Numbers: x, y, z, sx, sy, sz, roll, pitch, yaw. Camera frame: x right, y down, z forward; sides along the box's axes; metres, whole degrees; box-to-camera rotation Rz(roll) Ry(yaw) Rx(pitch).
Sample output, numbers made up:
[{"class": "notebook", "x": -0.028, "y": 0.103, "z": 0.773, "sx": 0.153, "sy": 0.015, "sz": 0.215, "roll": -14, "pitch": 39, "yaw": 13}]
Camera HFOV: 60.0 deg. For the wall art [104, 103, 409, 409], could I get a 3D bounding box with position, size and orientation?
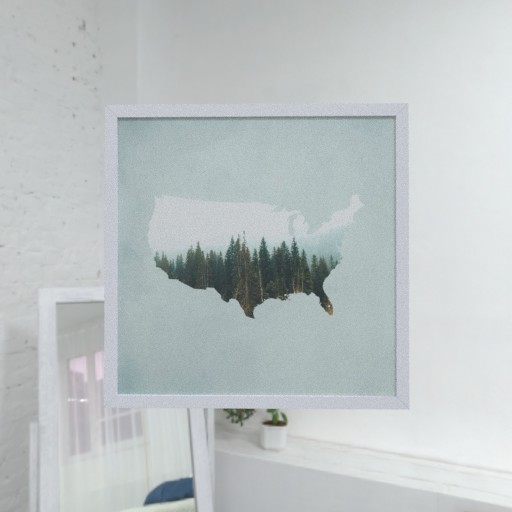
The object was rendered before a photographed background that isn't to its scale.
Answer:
[{"class": "wall art", "x": 0.000, "y": 0.000, "z": 0.760, "sx": 0.509, "sy": 0.509, "sz": 0.040, "roll": 0, "pitch": 0, "yaw": 1}]
